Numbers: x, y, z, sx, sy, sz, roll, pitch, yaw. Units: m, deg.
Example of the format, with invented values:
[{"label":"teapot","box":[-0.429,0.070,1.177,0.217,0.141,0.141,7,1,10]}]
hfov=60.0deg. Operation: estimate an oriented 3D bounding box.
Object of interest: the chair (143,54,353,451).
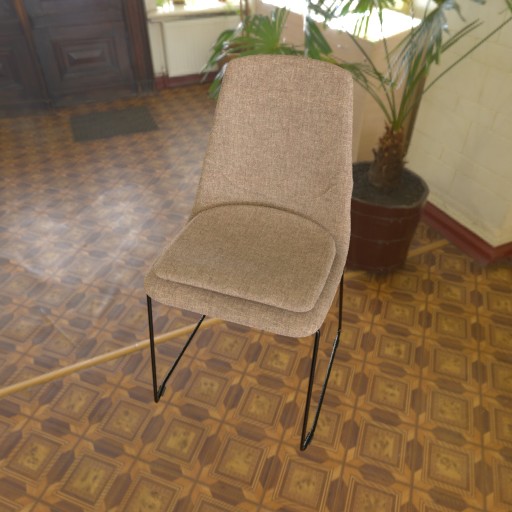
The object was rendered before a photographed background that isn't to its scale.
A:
[{"label":"chair","box":[0.000,0.000,1.152,0.479,0.858,0.518,12,41,15]}]
